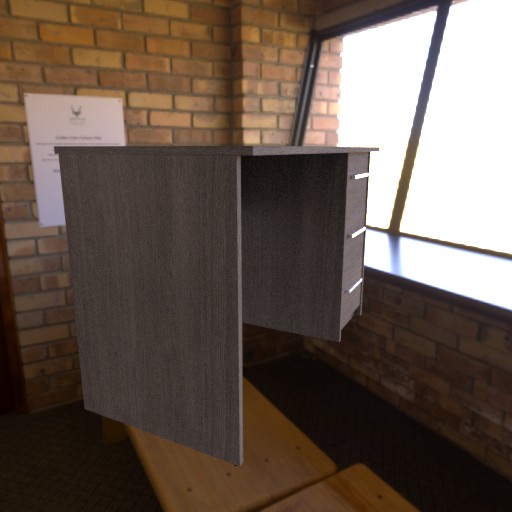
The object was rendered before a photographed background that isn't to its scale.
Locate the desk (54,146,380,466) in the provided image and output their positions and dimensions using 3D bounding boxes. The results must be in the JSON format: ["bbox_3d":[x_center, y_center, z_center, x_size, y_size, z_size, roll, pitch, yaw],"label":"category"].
[{"bbox_3d":[0.000,0.000,1.534,0.560,0.735,1.097,7,15,27],"label":"desk"}]
